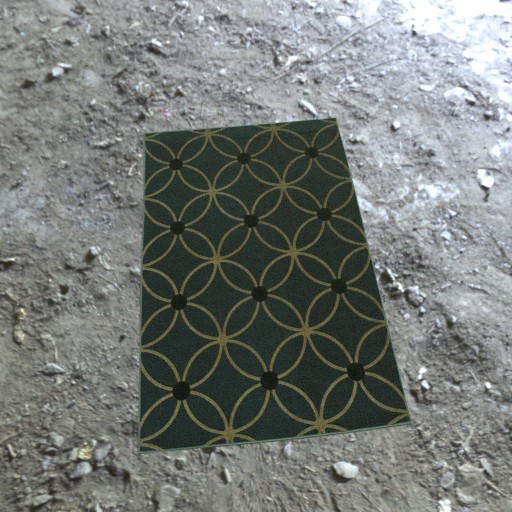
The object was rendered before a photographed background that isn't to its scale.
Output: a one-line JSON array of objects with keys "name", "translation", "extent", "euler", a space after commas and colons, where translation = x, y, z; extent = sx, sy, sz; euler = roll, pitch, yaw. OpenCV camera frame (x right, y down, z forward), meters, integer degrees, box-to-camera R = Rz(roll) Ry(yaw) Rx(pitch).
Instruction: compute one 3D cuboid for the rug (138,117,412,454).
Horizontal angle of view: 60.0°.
[{"name": "rug", "translation": [0.000, 0.000, 2.936], "extent": [1.522, 0.008, 2.284], "euler": [-5, 64, -3]}]
